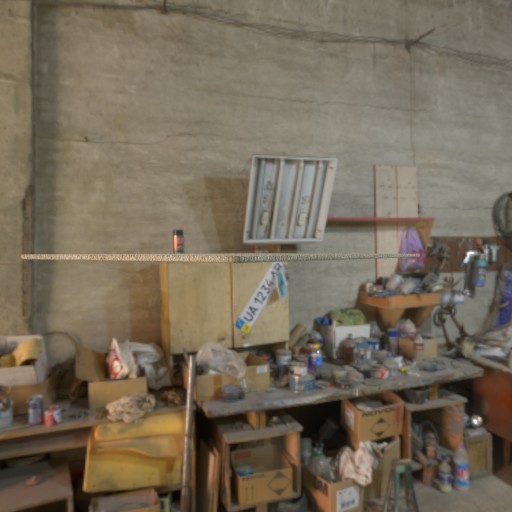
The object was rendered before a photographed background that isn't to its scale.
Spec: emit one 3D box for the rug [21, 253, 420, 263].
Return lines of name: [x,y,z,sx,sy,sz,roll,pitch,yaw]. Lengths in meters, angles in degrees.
rug: [0.000,0.000,2.935,1.500,0.026,2.349,0,1,35]
